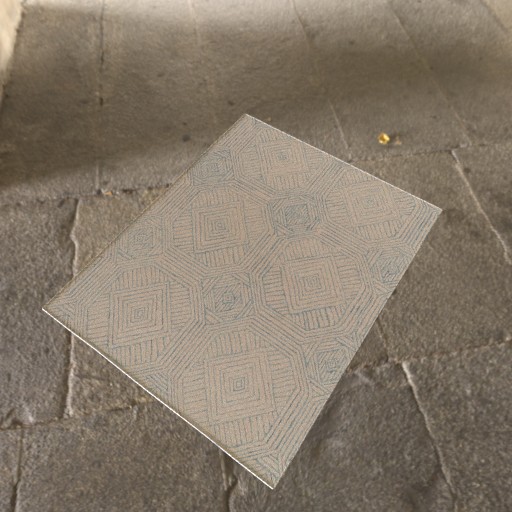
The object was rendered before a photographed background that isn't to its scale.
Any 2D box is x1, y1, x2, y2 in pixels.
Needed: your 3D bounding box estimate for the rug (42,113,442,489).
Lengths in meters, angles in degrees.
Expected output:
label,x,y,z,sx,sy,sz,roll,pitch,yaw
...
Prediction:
label,x,y,z,sx,sy,sz,roll,pitch,yaw
rug,0.000,0.000,4.171,2.457,0.015,3.049,31,64,17
